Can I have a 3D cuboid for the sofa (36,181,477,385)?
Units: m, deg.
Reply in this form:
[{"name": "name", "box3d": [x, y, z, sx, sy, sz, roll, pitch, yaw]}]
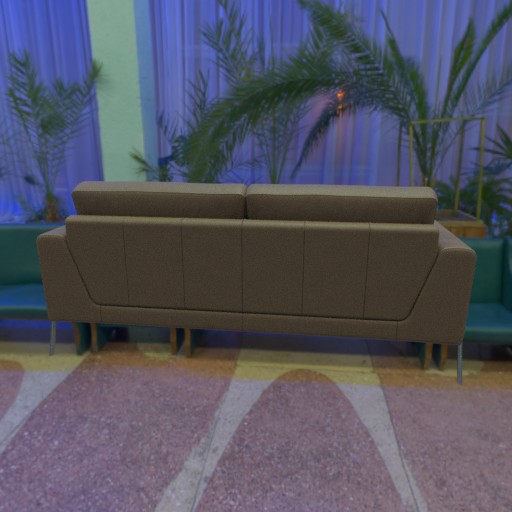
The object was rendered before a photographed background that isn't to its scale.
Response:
[{"name": "sofa", "box3d": [0.000, 0.000, 2.465, 2.017, 0.875, 0.953, 2, 16, 7]}]
